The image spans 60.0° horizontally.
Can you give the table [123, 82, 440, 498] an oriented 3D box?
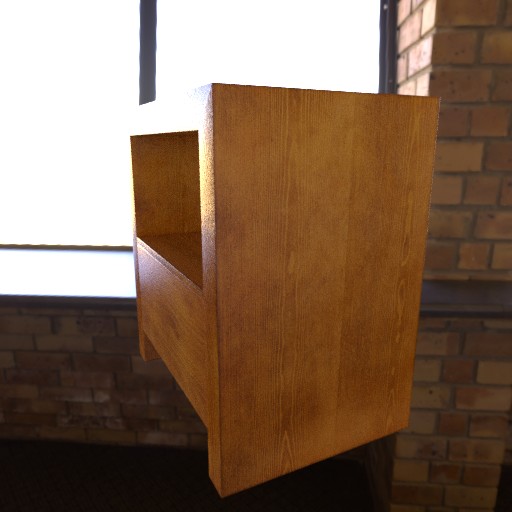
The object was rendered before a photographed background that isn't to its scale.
[{"bbox_3d":[0.000,0.000,0.937,0.400,0.605,0.550,-7,16,-26],"label":"table"}]
